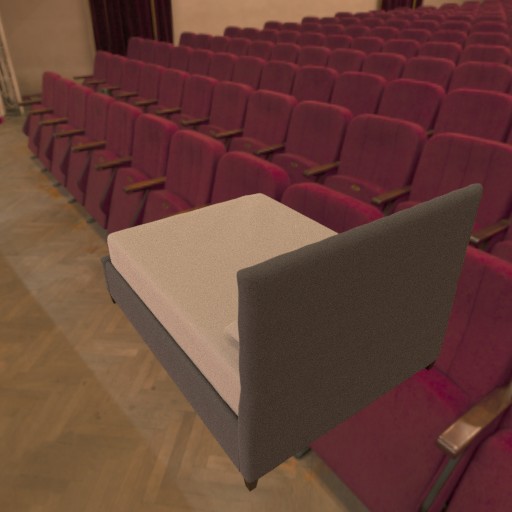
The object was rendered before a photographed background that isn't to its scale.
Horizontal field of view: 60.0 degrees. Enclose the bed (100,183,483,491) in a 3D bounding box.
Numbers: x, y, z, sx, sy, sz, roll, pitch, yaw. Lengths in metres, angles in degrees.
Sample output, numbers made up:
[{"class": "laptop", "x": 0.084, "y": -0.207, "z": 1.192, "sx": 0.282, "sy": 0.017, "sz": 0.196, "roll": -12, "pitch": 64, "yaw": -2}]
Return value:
[{"class": "bed", "x": 0.000, "y": 0.000, "z": 3.258, "sx": 1.698, "sy": 1.427, "sz": 2.231, "roll": -20, "pitch": 36, "yaw": -30}]
